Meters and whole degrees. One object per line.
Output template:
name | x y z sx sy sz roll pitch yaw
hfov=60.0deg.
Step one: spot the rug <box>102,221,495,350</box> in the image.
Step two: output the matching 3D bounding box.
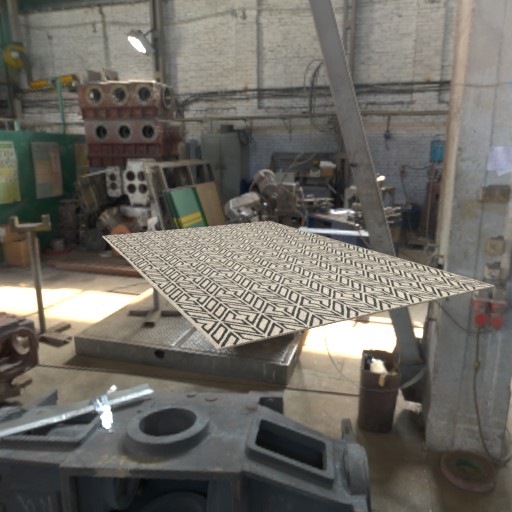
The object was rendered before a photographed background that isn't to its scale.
rug | 0.000 0.000 2.297 1.220 0.007 1.828 -7 16 -27
